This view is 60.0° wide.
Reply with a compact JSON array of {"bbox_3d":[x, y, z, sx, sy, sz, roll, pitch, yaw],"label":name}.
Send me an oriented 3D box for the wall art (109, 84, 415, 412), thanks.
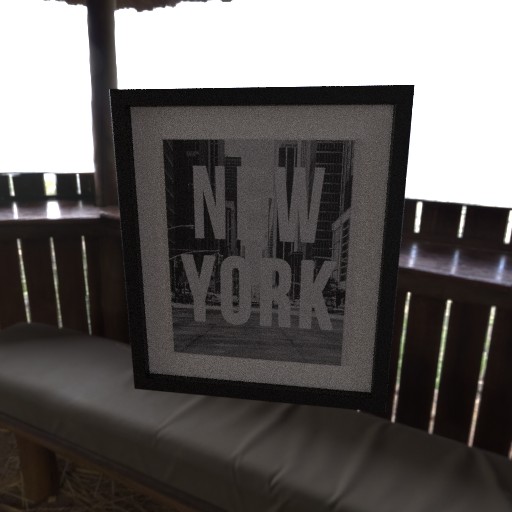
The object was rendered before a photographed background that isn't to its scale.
[{"bbox_3d":[0.000,0.000,0.534,0.328,0.381,0.028,3,16,9],"label":"wall art"}]
